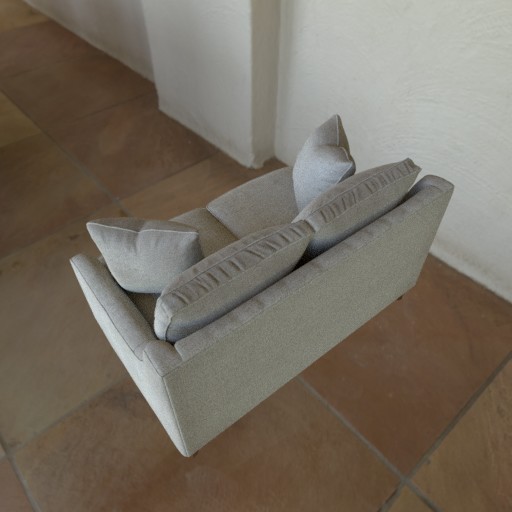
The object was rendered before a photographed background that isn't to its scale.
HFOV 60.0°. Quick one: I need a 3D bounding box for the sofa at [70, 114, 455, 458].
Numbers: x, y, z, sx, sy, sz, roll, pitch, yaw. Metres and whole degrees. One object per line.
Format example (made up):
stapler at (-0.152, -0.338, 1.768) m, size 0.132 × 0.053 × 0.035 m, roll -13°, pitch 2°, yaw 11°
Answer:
sofa at (0.000, 0.000, 2.031) m, size 1.422 × 0.863 × 0.915 m, roll -30°, pitch 54°, yaw -25°
